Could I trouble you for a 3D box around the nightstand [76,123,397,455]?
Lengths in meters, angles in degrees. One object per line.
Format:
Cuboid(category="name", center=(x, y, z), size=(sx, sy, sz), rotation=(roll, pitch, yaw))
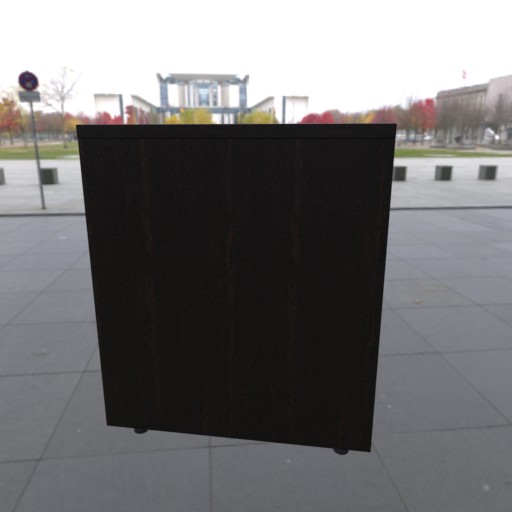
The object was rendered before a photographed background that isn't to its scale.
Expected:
Cuboid(category="nightstand", center=(0.000, 0.000, 0.874), size=(0.427, 0.487, 0.489), rotation=(2, 15, 8))
